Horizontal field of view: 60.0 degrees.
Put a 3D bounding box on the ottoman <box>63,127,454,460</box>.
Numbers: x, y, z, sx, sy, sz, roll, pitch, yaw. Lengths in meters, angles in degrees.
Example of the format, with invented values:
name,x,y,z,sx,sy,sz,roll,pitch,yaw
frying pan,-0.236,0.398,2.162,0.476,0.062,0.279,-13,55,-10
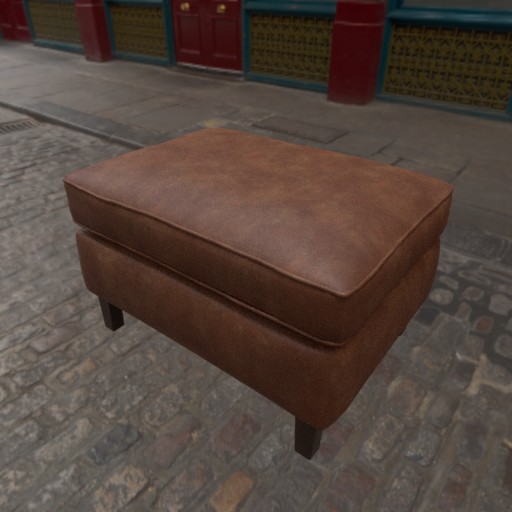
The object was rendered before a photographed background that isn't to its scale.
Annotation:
name,x,y,z,sx,sy,sz,roll,pitch,yaw
ottoman,0.000,0.000,0.967,0.665,0.418,0.501,22,38,31
